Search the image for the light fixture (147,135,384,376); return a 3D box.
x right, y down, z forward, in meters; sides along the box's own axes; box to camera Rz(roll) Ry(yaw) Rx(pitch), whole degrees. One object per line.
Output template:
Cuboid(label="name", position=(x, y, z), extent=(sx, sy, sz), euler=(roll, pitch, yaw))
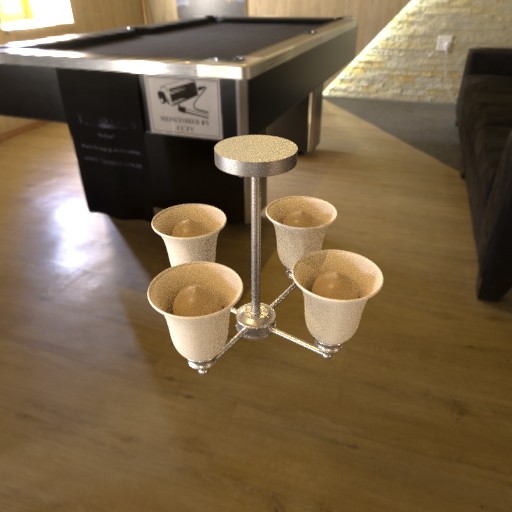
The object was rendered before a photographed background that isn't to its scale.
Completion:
Cuboid(label="light fixture", position=(0.000, 0.000, 0.738), extent=(0.427, 0.370, 0.427), euler=(21, 38, 29))
